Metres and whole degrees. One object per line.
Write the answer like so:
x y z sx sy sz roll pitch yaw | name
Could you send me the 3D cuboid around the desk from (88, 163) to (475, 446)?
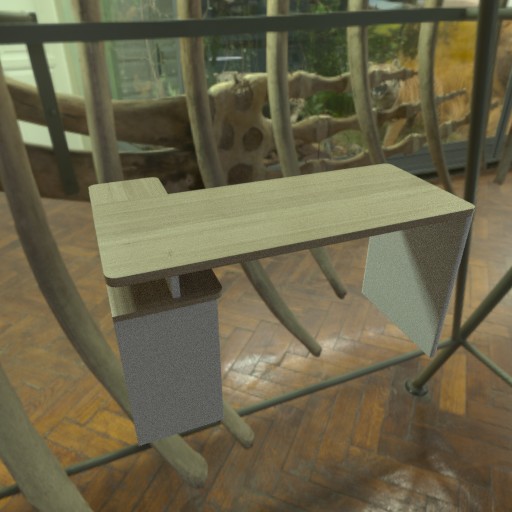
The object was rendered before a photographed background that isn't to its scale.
0.000 0.000 2.162 1.400 0.770 1.175 -11 32 -19 | desk
